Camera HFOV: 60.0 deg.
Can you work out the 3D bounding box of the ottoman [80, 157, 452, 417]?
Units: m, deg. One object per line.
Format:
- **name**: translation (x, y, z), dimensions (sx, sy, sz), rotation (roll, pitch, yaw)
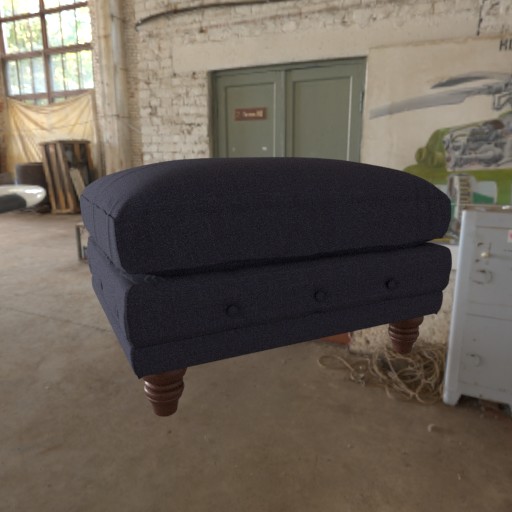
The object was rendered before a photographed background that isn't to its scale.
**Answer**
- **ottoman**: translation (0.000, 0.000, 1.116), dimensions (0.767, 0.486, 0.558), rotation (-6, 14, -26)
